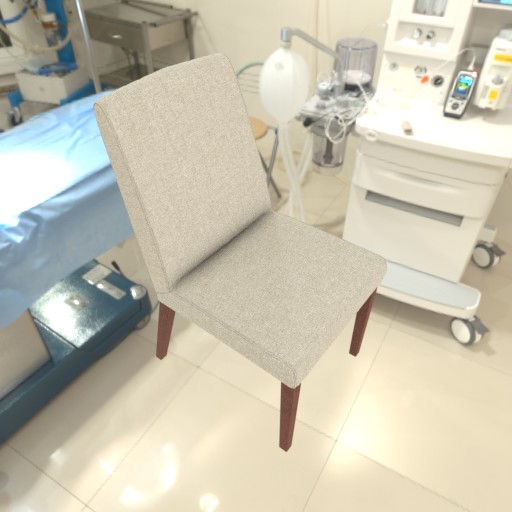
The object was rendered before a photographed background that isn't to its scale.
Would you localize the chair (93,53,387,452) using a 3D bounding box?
[{"bbox_3d":[0.000,0.000,1.231,0.594,0.900,0.480,27,48,27],"label":"chair"}]
